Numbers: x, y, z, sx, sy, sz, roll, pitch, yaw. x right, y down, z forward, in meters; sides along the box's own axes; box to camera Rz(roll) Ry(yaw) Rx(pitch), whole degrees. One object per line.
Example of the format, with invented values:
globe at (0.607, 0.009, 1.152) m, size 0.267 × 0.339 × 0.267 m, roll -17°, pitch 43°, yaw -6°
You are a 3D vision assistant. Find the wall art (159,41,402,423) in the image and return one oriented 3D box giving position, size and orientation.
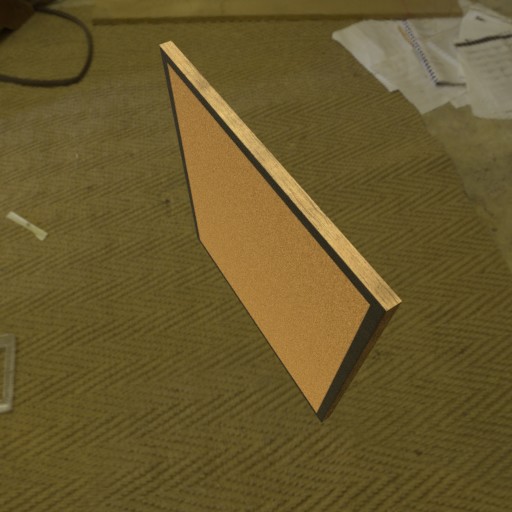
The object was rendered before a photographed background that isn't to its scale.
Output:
wall art at (0.000, 0.000, 1.036) m, size 0.029 × 0.691 × 0.695 m, roll -28°, pitch 62°, yaw -16°
